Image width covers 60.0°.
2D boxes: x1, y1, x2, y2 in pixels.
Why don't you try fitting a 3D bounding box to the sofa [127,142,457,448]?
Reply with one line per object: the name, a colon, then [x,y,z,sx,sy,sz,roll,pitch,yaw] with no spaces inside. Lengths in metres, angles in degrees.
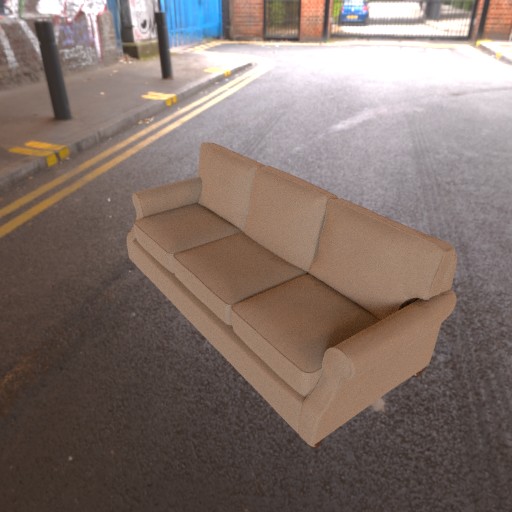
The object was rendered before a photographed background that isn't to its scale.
sofa: [0.000,0.000,2.885,0.966,0.948,2.354,-20,36,-31]
